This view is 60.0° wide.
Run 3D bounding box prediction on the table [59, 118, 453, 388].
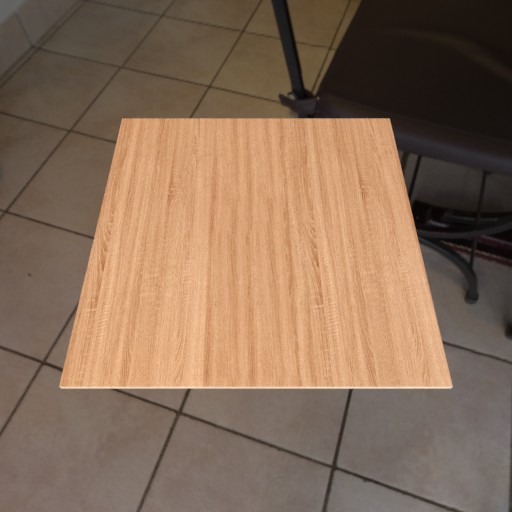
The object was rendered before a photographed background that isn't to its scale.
[{"bbox_3d":[0.000,0.000,1.367,0.890,0.305,0.890,0,58,0],"label":"table"}]
